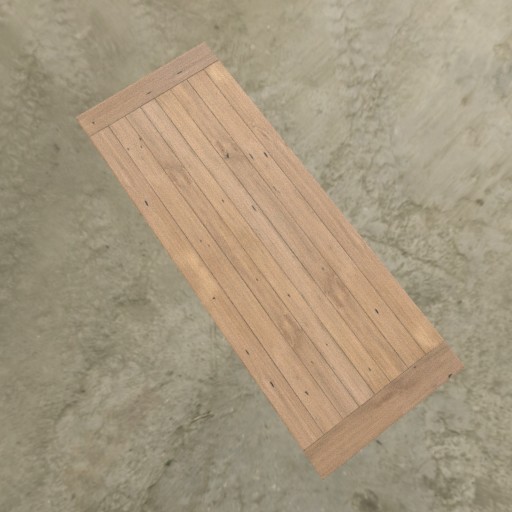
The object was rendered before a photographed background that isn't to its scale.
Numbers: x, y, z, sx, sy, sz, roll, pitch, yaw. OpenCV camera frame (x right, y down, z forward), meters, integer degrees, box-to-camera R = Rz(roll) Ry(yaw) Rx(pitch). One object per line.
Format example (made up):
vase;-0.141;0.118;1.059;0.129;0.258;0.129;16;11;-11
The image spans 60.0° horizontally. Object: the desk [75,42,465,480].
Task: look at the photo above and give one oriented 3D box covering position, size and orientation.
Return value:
desk;0.000;0.000;2.202;0.688;0.760;1.803;-34;78;-8
